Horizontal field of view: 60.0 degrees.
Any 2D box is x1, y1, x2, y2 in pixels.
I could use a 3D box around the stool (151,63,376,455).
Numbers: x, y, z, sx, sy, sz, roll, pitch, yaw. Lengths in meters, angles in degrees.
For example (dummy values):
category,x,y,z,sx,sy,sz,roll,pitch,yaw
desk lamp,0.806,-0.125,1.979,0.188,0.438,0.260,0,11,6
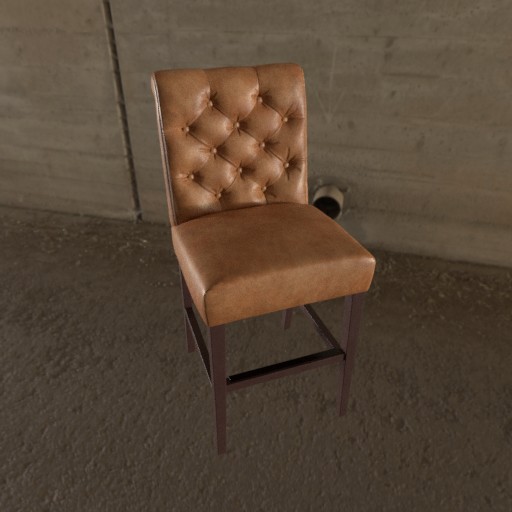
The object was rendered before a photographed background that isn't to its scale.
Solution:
category,x,y,z,sx,sy,sz,roll,pitch,yaw
stool,0.000,0.000,1.404,0.493,1.047,0.601,-11,34,-16
